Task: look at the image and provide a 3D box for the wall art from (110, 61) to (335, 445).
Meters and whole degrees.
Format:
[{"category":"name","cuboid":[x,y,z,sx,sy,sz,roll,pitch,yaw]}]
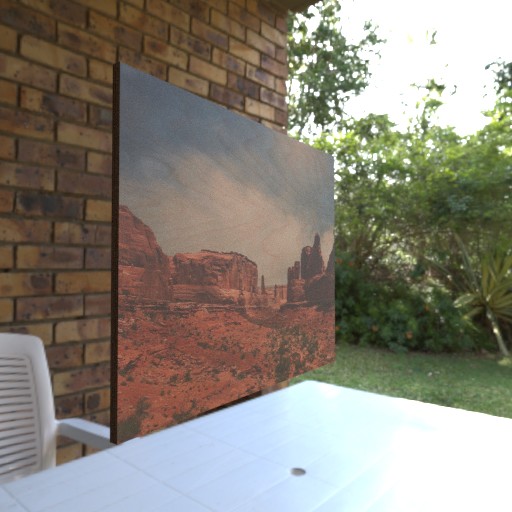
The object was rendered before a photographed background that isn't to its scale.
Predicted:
[{"category":"wall art","cuboid":[0.000,0.000,0.677,0.013,0.406,0.508,-1,-2,36]}]
